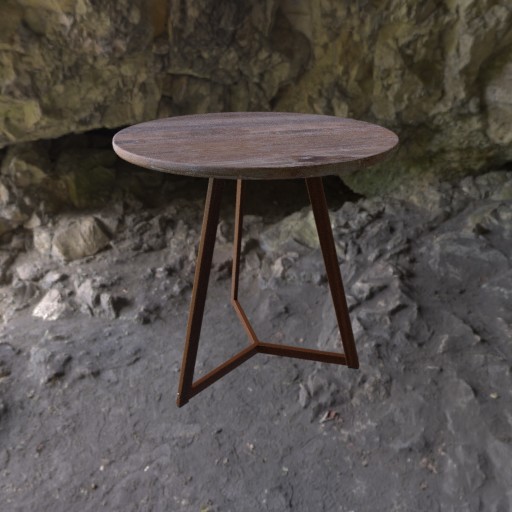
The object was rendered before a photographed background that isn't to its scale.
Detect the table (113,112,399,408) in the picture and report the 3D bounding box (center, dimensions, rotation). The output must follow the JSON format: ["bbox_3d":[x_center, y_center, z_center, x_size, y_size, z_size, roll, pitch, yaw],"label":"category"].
[{"bbox_3d":[0.000,0.000,0.912,0.500,0.500,0.500,0,26,0],"label":"table"}]
